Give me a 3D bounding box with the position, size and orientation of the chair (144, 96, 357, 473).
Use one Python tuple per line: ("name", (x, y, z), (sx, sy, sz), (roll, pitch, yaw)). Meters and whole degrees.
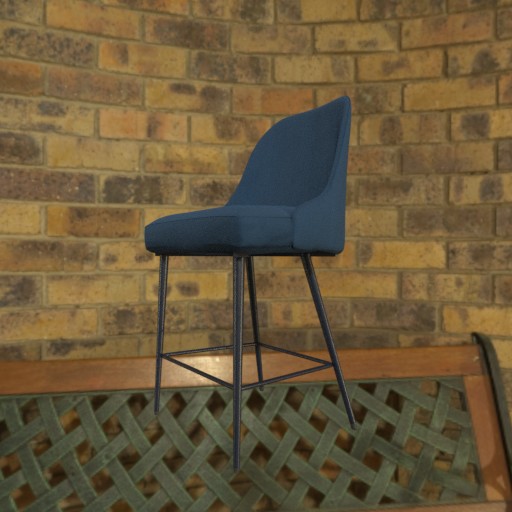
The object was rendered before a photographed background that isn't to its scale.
("chair", (0.000, 0.000, 1.251), (0.489, 0.927, 0.526), (0, 1, -36))
